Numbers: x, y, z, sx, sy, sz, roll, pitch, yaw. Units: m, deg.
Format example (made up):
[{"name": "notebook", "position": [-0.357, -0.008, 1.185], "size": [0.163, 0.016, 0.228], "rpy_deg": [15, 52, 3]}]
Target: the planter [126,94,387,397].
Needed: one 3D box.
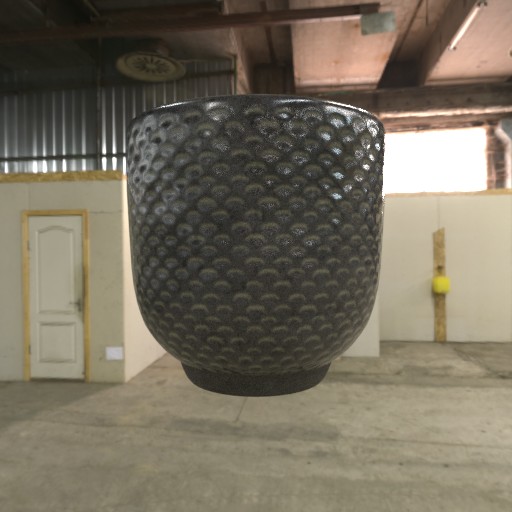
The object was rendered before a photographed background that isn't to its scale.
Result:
[{"name": "planter", "position": [0.000, 0.000, 0.351], "size": [0.197, 0.191, 0.197], "rpy_deg": [0, 1, 0]}]
